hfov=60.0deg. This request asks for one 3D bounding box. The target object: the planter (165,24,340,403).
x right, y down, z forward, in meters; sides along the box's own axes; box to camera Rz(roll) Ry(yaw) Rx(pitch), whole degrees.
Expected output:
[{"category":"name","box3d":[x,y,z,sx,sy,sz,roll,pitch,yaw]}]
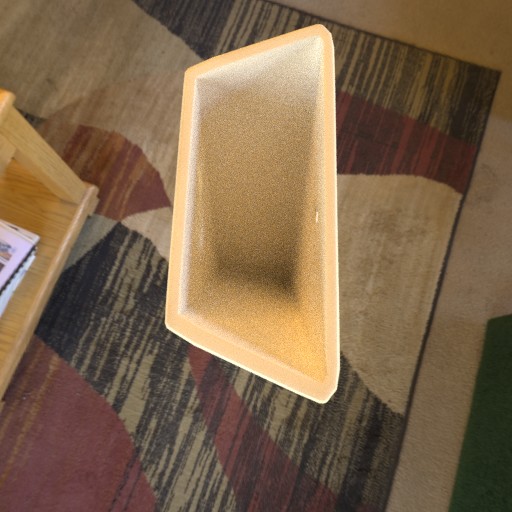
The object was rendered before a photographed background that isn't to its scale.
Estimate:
[{"category":"planter","box3d":[0.000,0.000,0.260,0.060,0.197,0.150,2,76,0]}]
